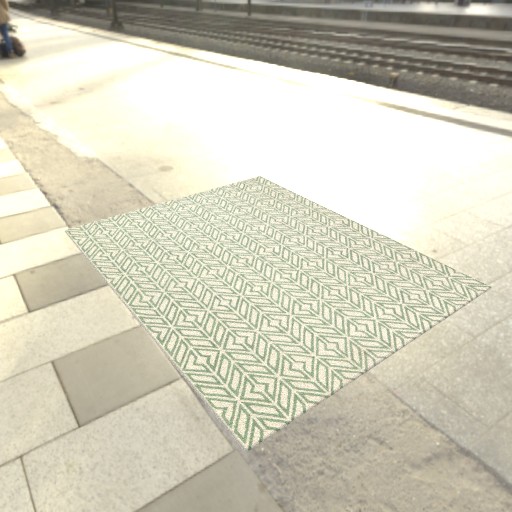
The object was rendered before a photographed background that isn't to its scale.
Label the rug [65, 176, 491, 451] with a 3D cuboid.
[{"bbox_3d":[0.000,0.000,3.960,2.441,0.017,3.050,-22,37,-31],"label":"rug"}]
